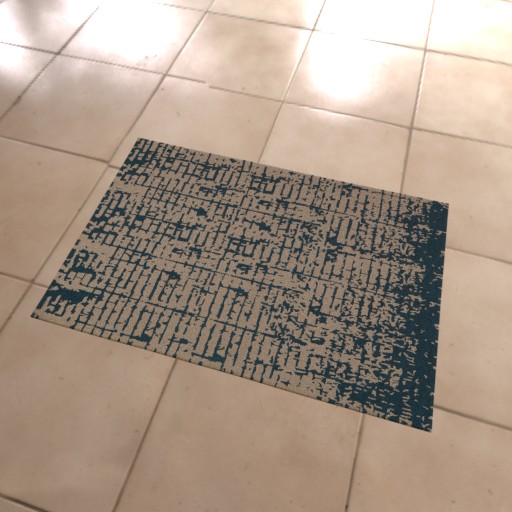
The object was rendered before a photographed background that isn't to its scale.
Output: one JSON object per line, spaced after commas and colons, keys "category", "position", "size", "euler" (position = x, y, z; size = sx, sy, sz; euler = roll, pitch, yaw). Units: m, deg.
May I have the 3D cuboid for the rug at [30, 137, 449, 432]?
{"category": "rug", "position": [0.000, 0.000, 2.230], "size": [1.828, 0.007, 1.220], "euler": [14, 59, 8]}
